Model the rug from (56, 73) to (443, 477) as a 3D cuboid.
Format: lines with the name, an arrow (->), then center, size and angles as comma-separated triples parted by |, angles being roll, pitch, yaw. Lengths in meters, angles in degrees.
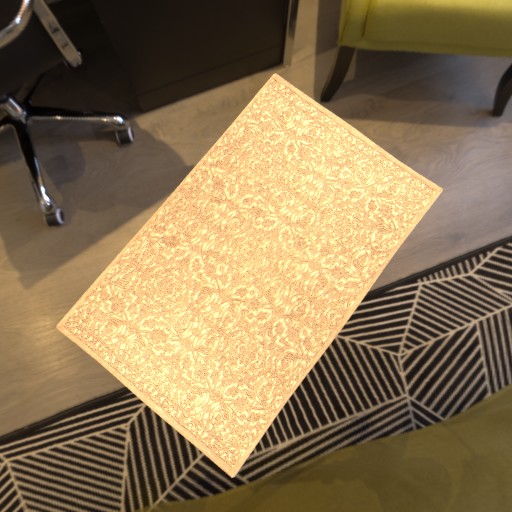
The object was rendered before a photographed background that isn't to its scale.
rug -> 0.000, 0.000, 3.083 | 1.529, 0.012, 2.435 | 37, 80, 7
